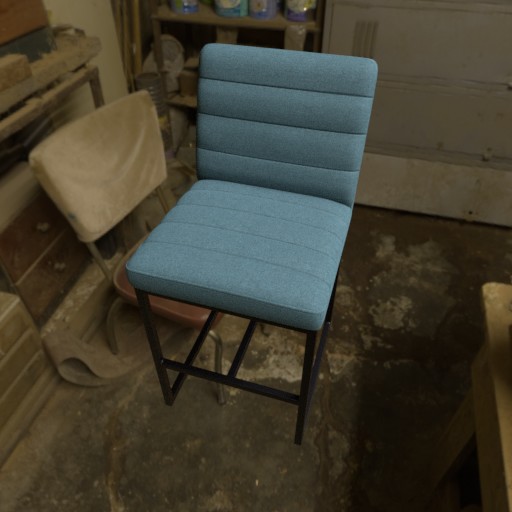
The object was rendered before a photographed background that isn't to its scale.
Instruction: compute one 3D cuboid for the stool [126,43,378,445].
[{"bbox_3d":[0.000,0.000,1.221,0.460,0.940,0.560,12,43,13],"label":"stool"}]
